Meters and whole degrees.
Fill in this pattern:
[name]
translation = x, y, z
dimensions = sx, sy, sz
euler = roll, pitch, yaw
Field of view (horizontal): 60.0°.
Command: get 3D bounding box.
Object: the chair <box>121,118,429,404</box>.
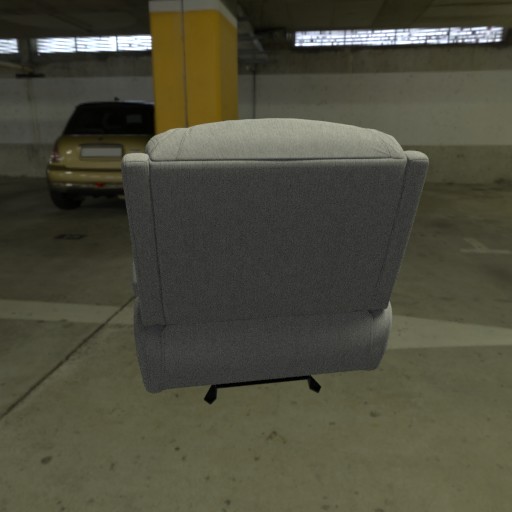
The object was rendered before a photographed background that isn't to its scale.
[chair]
translation = 0.000, 0.000, 1.729
dimensions = 0.930, 1.011, 0.899
euler = -3, 16, -10
